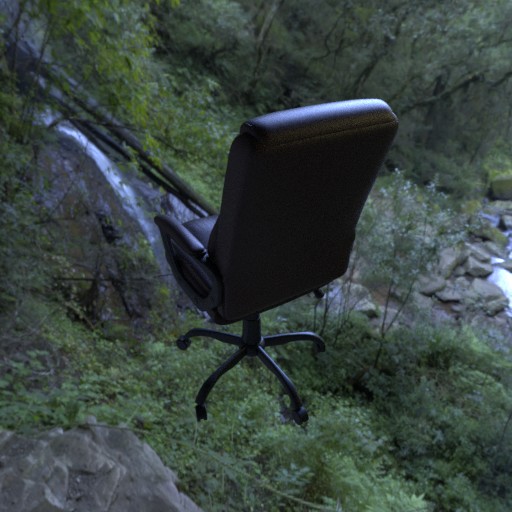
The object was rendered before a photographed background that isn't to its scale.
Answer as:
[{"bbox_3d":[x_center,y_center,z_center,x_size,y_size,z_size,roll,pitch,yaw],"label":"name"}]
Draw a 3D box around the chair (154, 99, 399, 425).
[{"bbox_3d":[0.000,0.000,1.486,0.615,1.072,0.655,-19,36,-28],"label":"chair"}]
